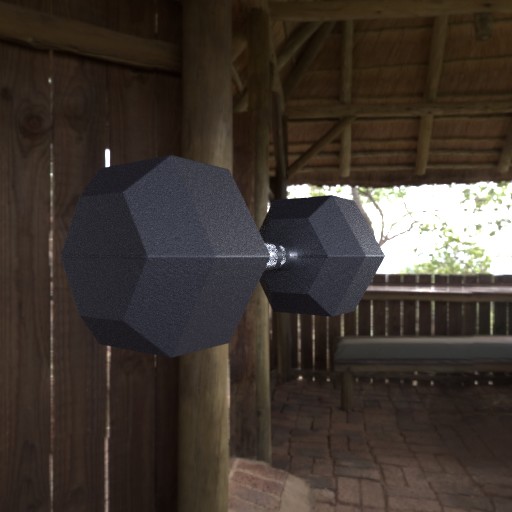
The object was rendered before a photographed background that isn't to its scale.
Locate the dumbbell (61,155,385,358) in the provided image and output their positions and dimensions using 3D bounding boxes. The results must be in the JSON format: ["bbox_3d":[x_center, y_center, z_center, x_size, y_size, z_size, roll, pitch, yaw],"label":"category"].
[{"bbox_3d":[0.000,0.000,0.445,0.157,0.137,0.361,0,0,36],"label":"dumbbell"}]
